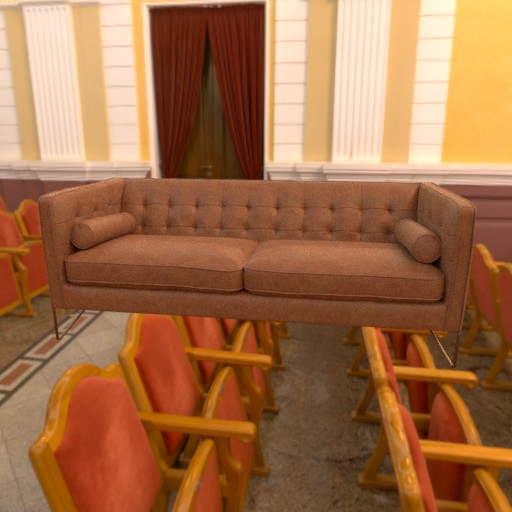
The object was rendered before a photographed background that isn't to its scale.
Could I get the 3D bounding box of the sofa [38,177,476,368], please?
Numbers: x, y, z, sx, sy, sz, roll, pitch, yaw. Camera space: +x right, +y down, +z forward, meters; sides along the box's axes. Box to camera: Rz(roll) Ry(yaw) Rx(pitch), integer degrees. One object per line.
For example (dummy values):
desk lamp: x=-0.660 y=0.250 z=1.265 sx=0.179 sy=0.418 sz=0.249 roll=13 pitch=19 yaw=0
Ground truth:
sofa: x=0.000 y=0.000 z=2.555 sx=2.079 sy=0.798 sz=0.912 roll=2 pitch=16 yaw=8
